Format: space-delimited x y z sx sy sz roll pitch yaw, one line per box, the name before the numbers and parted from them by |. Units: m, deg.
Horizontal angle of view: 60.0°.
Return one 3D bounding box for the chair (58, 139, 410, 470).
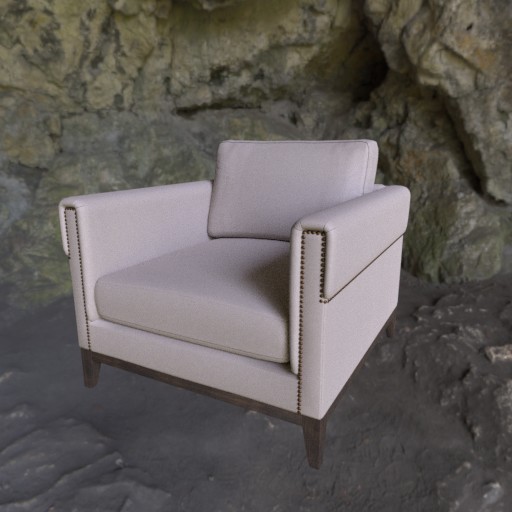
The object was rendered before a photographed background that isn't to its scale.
chair | 0.000 0.000 1.640 0.914 0.838 0.959 8 16 27
